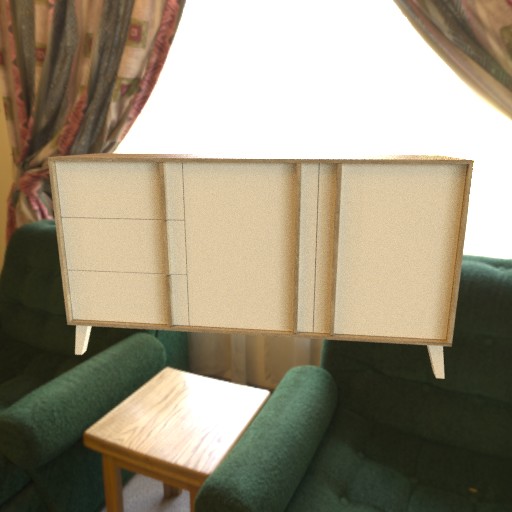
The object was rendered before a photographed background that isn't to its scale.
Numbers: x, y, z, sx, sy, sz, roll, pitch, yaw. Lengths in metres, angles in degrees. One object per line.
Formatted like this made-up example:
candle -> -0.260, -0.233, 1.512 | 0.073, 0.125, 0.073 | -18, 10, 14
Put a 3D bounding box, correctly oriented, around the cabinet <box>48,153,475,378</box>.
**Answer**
cabinet -> 0.000, 0.000, 1.976 | 1.600, 0.870, 0.450 | 2, 15, 7
